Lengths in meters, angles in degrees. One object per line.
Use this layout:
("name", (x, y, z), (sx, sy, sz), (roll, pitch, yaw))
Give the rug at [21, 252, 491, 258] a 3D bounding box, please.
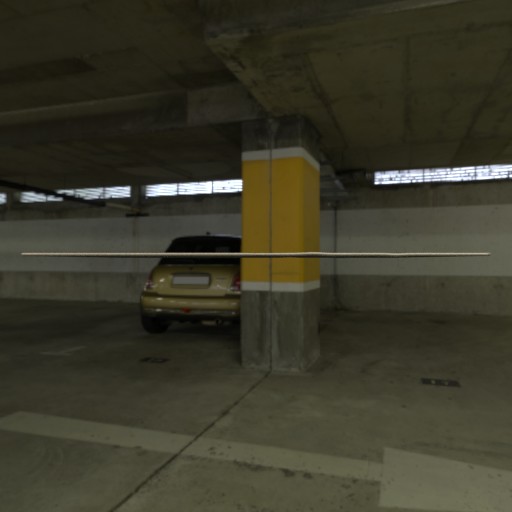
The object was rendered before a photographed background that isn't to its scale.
("rug", (0.000, 0.000, 2.917), (2.290, 0.021, 1.540), (0, -1, 0))
